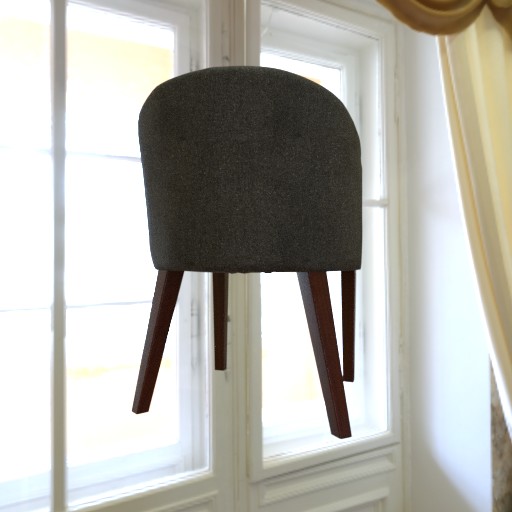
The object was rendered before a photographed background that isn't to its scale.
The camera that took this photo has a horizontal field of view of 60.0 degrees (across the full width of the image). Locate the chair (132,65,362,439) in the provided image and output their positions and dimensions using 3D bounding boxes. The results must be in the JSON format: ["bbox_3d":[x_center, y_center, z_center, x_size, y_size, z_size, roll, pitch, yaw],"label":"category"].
[{"bbox_3d":[0.000,0.000,1.243,0.583,0.811,0.655,0,0,18],"label":"chair"}]
